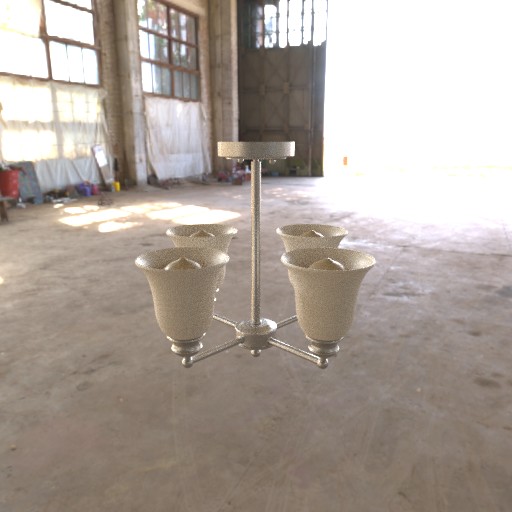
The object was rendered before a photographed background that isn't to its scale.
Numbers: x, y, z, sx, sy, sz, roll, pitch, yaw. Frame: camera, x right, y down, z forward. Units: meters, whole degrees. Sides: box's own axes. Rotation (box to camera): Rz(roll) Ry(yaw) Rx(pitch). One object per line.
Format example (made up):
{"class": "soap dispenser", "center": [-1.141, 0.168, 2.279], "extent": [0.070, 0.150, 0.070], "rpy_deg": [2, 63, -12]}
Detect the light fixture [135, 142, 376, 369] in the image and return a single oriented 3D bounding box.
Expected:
{"class": "light fixture", "center": [0.000, 0.000, 0.743], "extent": [0.427, 0.370, 0.427], "rpy_deg": [-14, 20, -43]}
